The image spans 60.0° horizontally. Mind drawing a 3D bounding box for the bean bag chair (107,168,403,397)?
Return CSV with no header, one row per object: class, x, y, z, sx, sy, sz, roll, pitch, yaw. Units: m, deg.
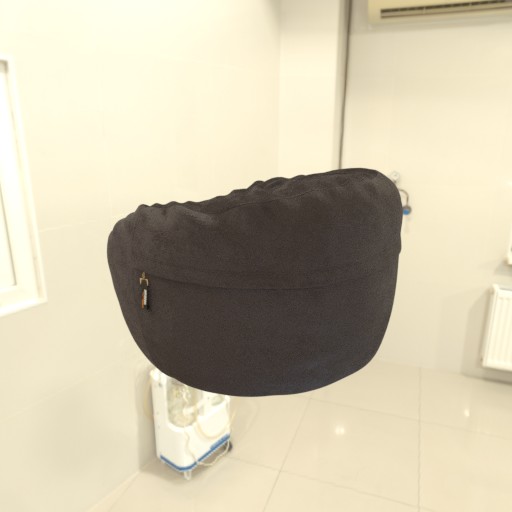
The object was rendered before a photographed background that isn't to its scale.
bean bag chair,0.000,0.000,2.010,1.245,0.821,1.245,0,16,0
